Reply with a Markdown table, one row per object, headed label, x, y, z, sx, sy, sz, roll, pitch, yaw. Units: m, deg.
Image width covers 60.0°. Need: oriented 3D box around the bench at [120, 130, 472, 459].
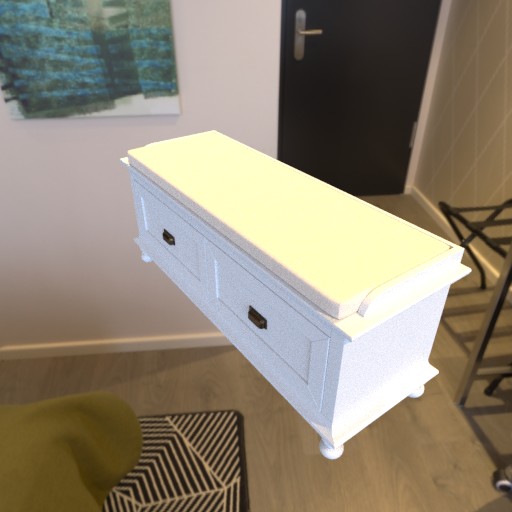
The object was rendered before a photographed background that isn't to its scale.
| label | x | y | z | sx | sy | sz | roll | pitch | yaw |
| --- | --- | --- | --- | --- | --- | --- | --- | --- | --- |
| bench | 0.000 | 0.000 | 1.456 | 0.402 | 0.486 | 1.185 | -21 | 39 | -29 |
